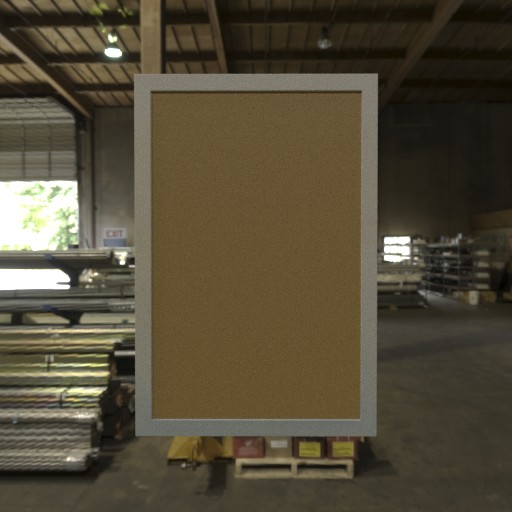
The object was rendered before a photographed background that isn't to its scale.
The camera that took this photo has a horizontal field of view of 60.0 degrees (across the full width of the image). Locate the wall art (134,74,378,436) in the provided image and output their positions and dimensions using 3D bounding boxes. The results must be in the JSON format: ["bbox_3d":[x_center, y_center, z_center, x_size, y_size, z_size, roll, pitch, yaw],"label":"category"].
[{"bbox_3d":[0.000,0.000,0.765,0.408,0.611,0.038,0,1,0],"label":"wall art"}]
